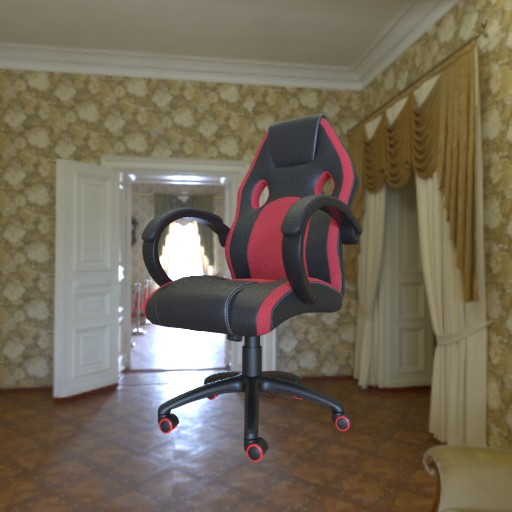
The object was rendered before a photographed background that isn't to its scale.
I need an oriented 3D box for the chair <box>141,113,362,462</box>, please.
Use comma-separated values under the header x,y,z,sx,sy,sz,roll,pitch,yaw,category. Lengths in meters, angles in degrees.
x,y,z,sx,sy,sz,roll,pitch,yaw,category
0.000,0.000,1.629,0.673,1.187,0.724,-1,-1,35,chair
